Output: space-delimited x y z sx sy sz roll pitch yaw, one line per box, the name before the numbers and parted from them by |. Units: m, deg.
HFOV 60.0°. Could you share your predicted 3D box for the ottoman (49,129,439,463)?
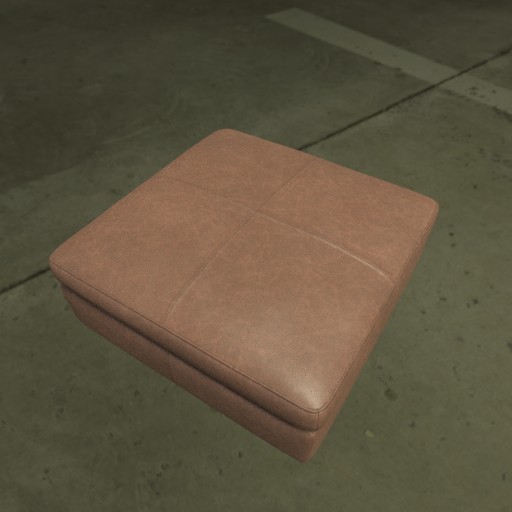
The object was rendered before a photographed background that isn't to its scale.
ottoman | 0.000 0.000 1.867 1.168 0.490 1.168 25 51 22
